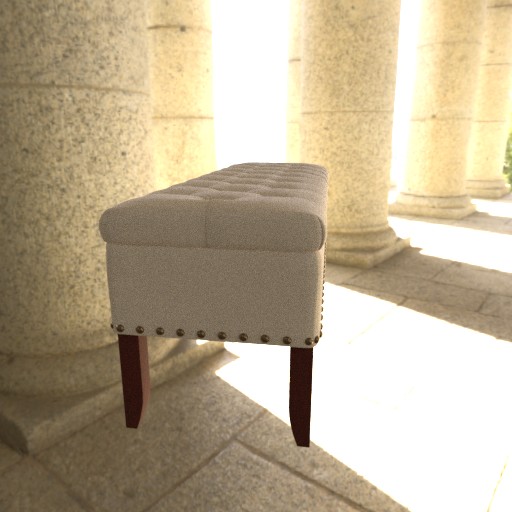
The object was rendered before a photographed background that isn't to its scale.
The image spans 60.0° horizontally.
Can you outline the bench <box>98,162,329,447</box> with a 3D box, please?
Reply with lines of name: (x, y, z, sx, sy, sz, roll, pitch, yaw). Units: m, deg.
bench: (0.000, 0.000, 1.282, 0.400, 0.470, 1.054, 3, 16, 9)
